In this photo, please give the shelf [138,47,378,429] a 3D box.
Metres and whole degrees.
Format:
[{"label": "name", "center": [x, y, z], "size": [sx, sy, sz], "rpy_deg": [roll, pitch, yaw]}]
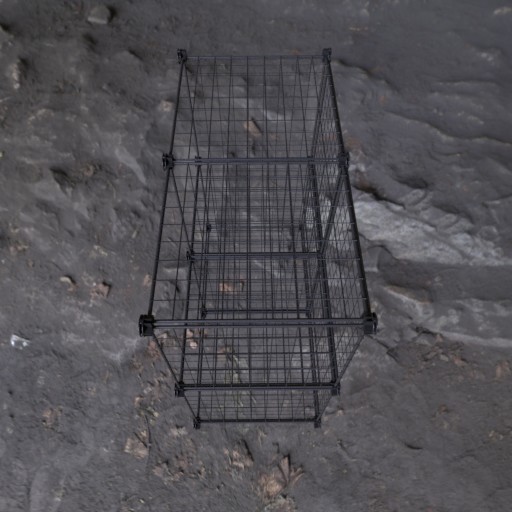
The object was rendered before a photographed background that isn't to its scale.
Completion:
[{"label": "shelf", "center": [0.000, 0.000, 1.141], "size": [0.356, 0.711, 0.711], "rpy_deg": [0, 58, 0]}]
